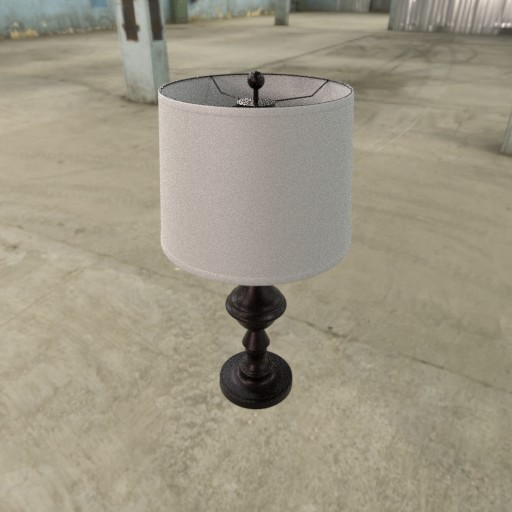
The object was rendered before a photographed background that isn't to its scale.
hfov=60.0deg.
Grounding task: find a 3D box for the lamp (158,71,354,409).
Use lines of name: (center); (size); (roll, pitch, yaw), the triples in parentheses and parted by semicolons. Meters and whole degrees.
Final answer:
lamp: (0.000, 0.000, 0.934); (0.383, 0.726, 0.383); (0, 30, 0)
